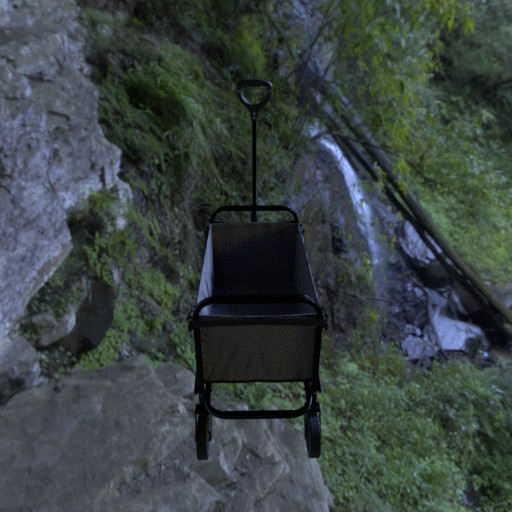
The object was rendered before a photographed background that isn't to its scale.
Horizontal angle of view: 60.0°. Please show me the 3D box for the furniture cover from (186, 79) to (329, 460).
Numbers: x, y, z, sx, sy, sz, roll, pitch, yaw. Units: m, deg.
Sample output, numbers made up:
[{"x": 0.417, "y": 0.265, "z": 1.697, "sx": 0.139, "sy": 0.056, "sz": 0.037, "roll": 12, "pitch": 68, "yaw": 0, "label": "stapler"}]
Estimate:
[{"x": 0.000, "y": 0.000, "z": 1.849, "sx": 0.532, "sy": 1.295, "sz": 1.038, "roll": -1, "pitch": 28, "yaw": -1, "label": "furniture cover"}]
